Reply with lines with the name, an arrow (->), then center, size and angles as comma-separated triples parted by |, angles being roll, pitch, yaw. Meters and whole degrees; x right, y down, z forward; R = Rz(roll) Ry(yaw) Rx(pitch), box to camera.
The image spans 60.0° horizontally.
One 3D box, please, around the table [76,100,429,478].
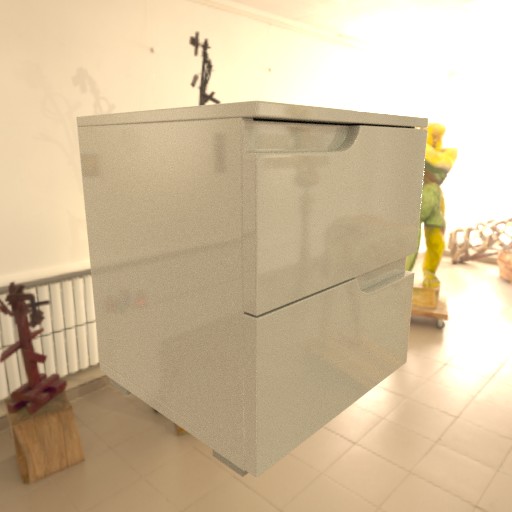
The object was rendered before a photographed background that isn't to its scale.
table -> 0.000, 0.000, 0.785 | 0.400, 0.470, 0.420 | 13, 19, 42
